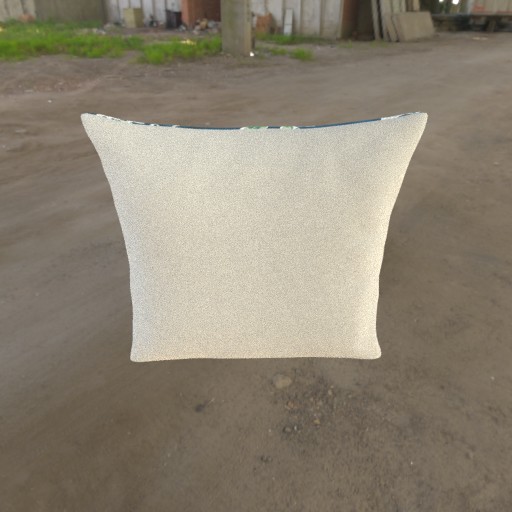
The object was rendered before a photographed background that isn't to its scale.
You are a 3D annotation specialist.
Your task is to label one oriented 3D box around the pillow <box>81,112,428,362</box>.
[{"bbox_3d":[0.000,0.000,0.800,0.525,0.508,0.166,-1,30,-1],"label":"pillow"}]
